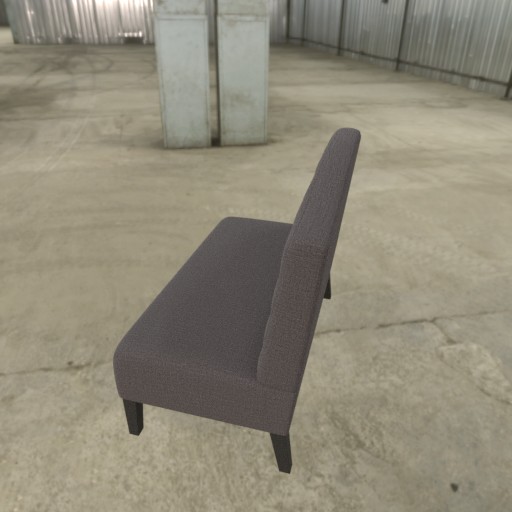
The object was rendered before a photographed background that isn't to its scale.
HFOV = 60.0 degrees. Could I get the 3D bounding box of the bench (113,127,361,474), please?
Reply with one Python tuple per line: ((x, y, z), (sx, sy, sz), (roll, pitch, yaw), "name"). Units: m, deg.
((0.000, 0.000, 2.081), (0.815, 1.180, 1.335), (8, 30, 14), "bench")
